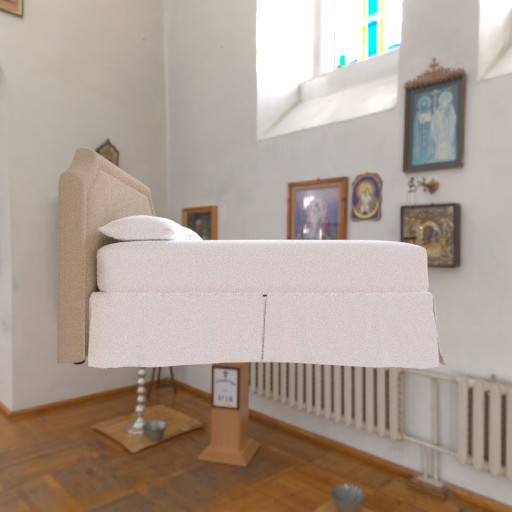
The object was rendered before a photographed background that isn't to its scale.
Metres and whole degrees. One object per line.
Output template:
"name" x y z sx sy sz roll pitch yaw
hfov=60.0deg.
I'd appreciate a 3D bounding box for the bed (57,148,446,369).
"bed" 0.000 0.000 3.343 2.204 1.301 1.828 0 -1 0
